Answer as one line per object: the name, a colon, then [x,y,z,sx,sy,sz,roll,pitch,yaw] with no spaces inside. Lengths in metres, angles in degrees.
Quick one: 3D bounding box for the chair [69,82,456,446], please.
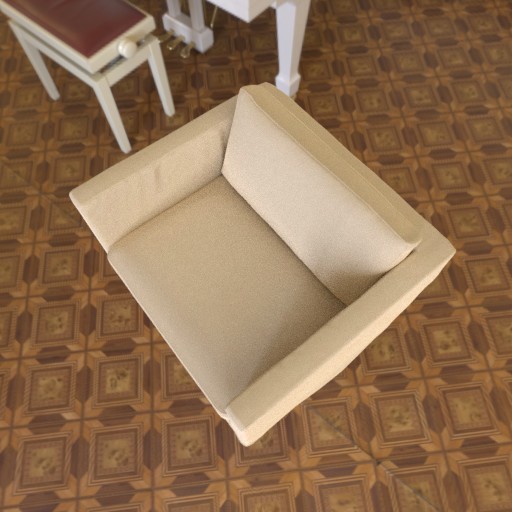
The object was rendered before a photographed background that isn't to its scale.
chair: [0.000,0.000,1.774,0.947,0.851,1.057,-36,69,-16]
